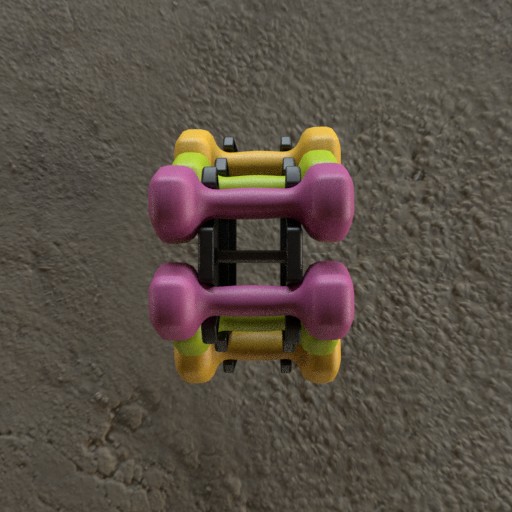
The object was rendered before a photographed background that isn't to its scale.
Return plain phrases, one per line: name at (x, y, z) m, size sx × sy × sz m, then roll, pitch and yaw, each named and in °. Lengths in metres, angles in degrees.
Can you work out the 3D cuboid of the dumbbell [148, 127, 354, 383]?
dumbbell at (0.000, 0.000, 0.459) m, size 0.190 × 0.271 × 0.300 m, roll 0°, pitch 90°, yaw 2°
